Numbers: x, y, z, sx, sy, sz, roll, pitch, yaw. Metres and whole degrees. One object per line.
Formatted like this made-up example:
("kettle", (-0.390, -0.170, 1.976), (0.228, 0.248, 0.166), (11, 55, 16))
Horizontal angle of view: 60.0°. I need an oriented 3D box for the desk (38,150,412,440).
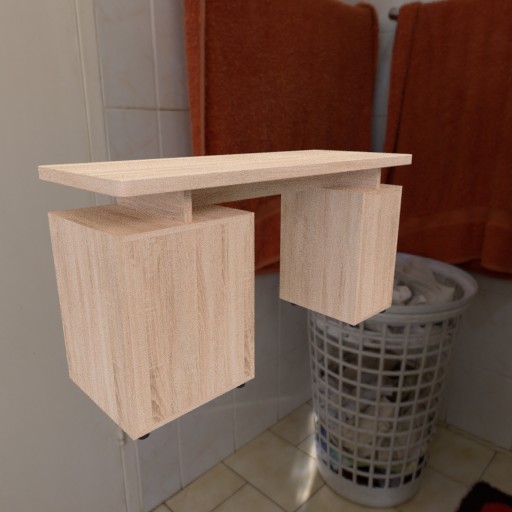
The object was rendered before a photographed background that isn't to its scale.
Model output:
("desk", (0.000, 0.000, 1.777), (1.400, 0.760, 0.550), (-15, 22, -42))
